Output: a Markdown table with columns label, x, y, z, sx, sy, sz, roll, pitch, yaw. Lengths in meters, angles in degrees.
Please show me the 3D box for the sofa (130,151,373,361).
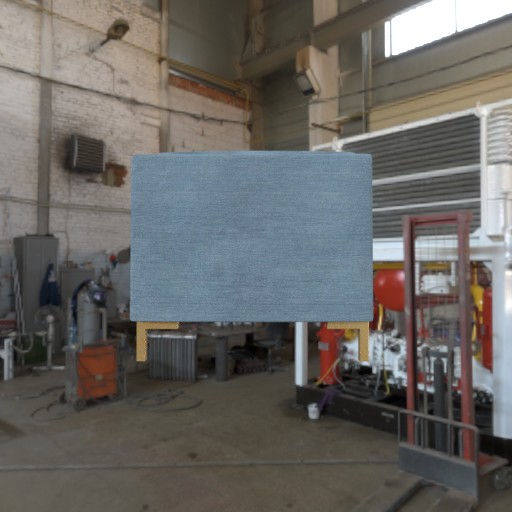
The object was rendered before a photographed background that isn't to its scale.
| label | x | y | z | sx | sy | sz | roll | pitch | yaw |
| --- | --- | --- | --- | --- | --- | --- | --- | --- | --- |
| sofa | 0.000 | 0.000 | 2.427 | 0.796 | 0.705 | 2.102 | 0 | -1 | 1 |
